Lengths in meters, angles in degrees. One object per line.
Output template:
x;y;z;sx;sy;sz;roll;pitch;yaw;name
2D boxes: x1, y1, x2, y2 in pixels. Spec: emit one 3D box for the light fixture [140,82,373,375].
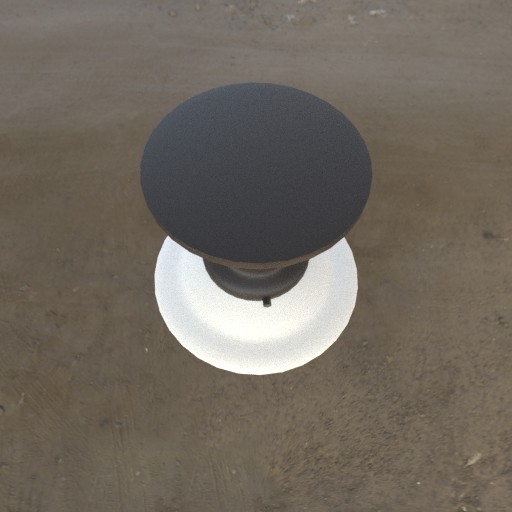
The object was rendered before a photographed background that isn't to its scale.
0.000;0.000;0.400;0.197;0.254;0.197;0;61;0;light fixture
